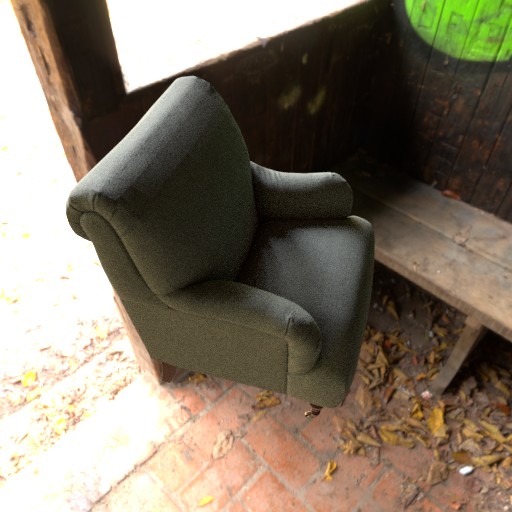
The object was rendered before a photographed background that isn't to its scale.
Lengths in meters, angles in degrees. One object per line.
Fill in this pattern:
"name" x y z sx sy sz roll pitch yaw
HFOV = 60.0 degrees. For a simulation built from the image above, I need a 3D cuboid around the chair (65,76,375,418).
"chair" 0.000 0.000 1.977 1.060 1.178 0.964 12 47 11
